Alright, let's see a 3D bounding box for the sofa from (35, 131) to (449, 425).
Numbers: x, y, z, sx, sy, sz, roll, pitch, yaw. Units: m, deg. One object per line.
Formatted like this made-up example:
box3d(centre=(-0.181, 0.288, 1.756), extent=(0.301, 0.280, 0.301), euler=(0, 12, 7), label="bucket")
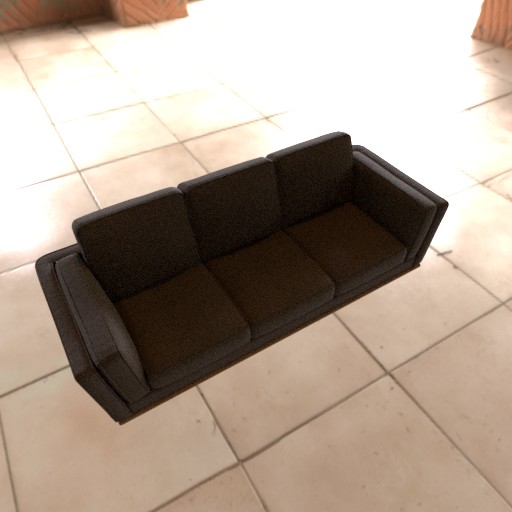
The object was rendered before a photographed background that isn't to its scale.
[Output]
box3d(centre=(0.000, 0.000, 2.763), extent=(2.362, 0.899, 0.903), euler=(-24, 49, -22), label="sofa")
